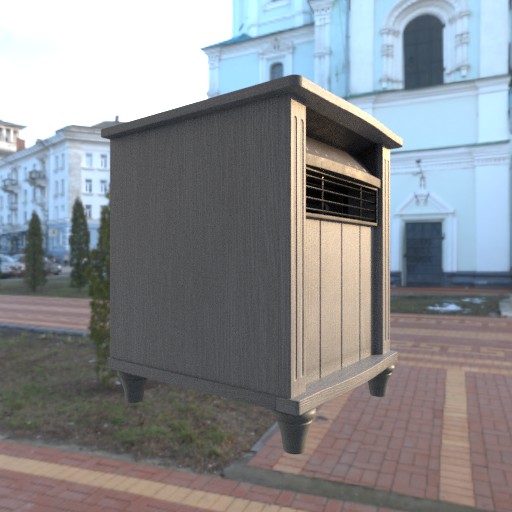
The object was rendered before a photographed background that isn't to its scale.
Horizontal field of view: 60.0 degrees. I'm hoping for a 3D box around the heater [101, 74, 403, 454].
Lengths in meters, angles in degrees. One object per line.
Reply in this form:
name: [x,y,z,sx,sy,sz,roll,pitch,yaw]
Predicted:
heater: [0.000,0.000,0.756,0.400,0.481,0.362,0,0,37]
